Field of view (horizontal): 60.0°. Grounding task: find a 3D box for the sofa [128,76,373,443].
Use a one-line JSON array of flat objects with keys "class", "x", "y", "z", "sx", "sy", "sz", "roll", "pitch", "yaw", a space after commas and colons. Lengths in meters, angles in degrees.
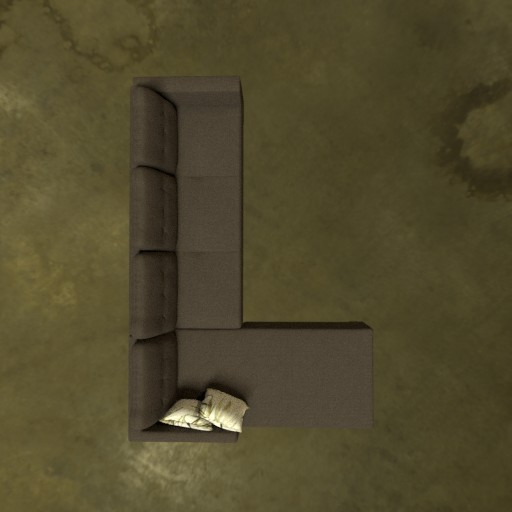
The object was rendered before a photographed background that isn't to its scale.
[{"class": "sofa", "x": 0.000, "y": 0.000, "z": 3.474, "sx": 1.829, "sy": 0.932, "sz": 2.679, "roll": 0, "pitch": 89, "yaw": 2}]
